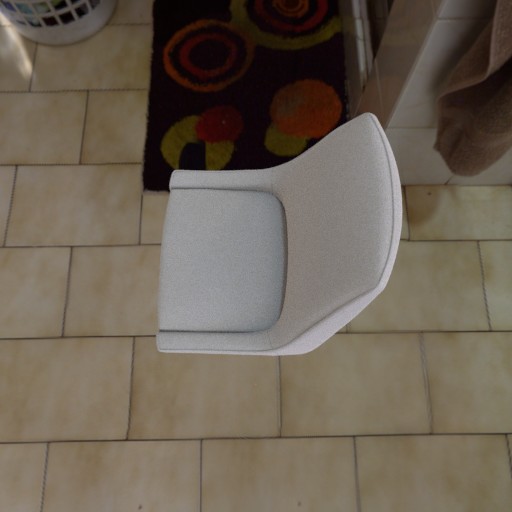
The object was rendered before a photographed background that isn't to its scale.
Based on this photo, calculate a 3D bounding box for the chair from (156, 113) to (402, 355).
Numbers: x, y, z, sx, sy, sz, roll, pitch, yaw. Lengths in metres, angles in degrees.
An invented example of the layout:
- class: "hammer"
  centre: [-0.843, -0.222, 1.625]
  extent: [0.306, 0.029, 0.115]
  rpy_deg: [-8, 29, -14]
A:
- class: "chair"
  centre: [0.000, 0.000, 1.223]
  extent: [0.544, 0.861, 0.529]
  rpy_deg: [1, 74, 0]
